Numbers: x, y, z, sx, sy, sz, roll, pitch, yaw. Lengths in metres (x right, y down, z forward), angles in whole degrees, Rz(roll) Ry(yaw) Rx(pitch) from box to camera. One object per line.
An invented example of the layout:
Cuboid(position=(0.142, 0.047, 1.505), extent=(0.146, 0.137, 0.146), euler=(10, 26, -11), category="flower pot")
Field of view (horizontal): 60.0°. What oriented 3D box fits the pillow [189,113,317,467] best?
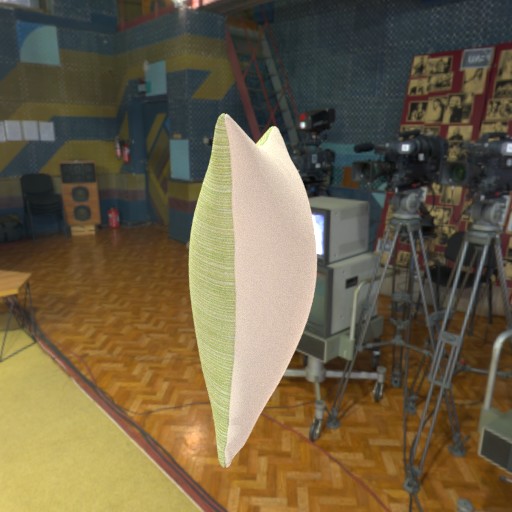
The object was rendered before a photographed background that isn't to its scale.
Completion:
Cuboid(position=(0.000, 0.000, 0.834), extent=(0.229, 0.487, 0.560), euler=(2, 15, 8), category="pillow")
